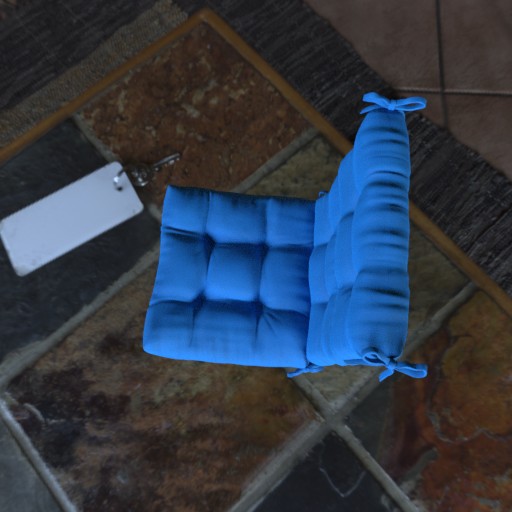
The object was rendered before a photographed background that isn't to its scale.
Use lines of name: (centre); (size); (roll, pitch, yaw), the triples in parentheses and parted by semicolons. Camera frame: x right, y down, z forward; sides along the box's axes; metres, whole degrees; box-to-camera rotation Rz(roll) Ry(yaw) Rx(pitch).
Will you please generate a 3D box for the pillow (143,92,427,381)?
pillow: (0.000, 0.000, 1.005); (0.571, 0.605, 0.519); (5, 76, 1)
